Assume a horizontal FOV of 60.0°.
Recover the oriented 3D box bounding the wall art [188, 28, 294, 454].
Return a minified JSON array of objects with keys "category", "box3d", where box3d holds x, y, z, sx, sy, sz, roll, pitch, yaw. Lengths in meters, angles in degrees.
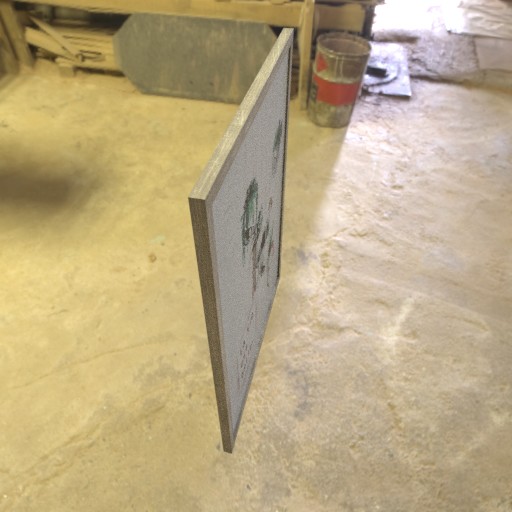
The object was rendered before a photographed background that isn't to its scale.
[{"category":"wall art","box3d":[0.000,0.000,1.321,0.035,1.022,0.781,10,46,9]}]
